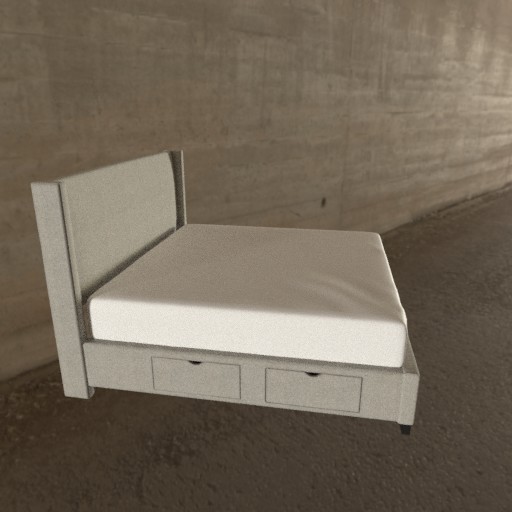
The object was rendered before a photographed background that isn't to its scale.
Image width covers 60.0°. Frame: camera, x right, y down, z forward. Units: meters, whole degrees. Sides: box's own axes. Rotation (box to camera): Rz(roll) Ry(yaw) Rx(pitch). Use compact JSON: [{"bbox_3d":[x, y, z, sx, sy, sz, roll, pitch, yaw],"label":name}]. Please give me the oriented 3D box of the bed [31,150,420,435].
[{"bbox_3d":[0.000,0.000,3.595,2.280,1.470,2.140,3,19,10],"label":"bed"}]
